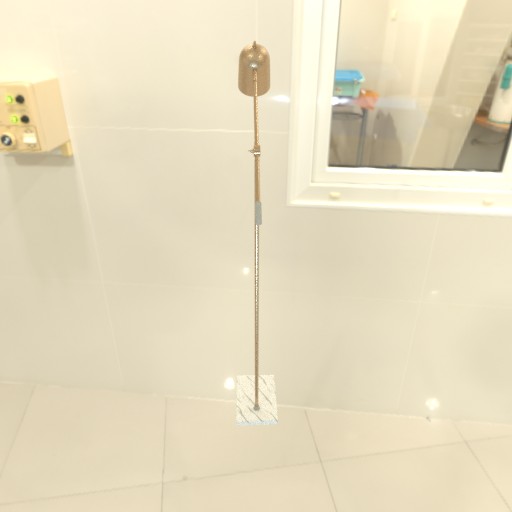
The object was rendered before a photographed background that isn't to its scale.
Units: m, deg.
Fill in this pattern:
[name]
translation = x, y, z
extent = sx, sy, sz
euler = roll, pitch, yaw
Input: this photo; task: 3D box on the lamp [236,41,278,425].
[lamp]
translation = 0.000, 0.000, 1.844
extent = 0.194, 1.594, 0.653
euler = -1, 29, -1
